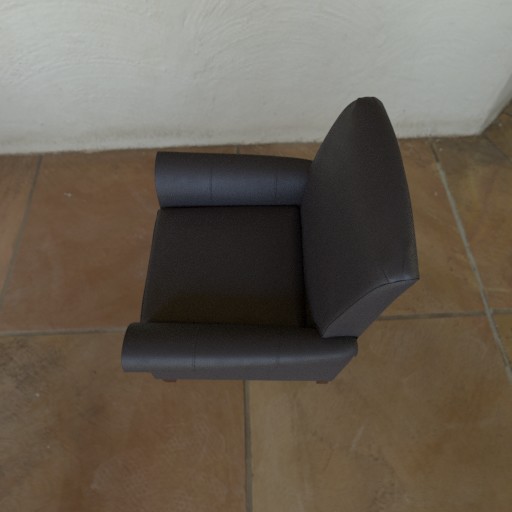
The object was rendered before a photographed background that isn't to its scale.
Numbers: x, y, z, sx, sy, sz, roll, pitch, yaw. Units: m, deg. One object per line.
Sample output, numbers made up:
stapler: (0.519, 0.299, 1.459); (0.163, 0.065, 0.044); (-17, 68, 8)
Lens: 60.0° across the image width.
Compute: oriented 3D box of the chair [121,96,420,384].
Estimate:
chair: (0.000, 0.000, 1.766); (0.902, 1.061, 0.978); (0, 58, 0)
